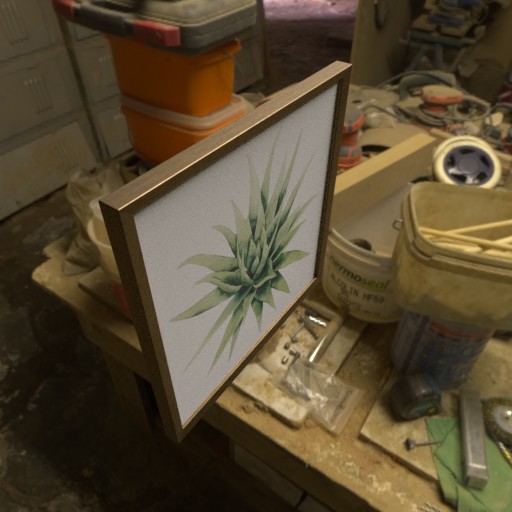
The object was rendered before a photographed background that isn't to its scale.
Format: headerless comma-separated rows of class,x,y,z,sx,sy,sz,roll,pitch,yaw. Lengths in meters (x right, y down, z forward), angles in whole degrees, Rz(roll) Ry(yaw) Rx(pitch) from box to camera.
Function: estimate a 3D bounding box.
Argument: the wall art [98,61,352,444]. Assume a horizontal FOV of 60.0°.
wall art,0.000,0.000,0.761,0.030,0.506,0.503,26,48,26
